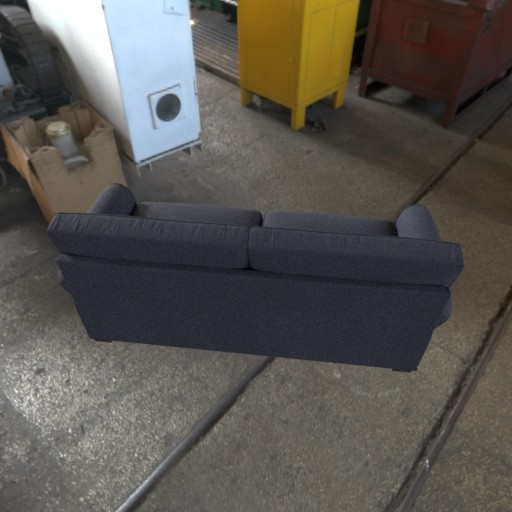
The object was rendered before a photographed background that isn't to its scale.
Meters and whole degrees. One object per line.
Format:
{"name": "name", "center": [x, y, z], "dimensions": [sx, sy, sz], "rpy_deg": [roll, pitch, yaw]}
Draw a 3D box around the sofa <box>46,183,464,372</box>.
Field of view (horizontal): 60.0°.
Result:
{"name": "sofa", "center": [0.000, 0.000, 2.938], "dimensions": [2.391, 1.026, 0.954], "rpy_deg": [5, 45, 5]}
